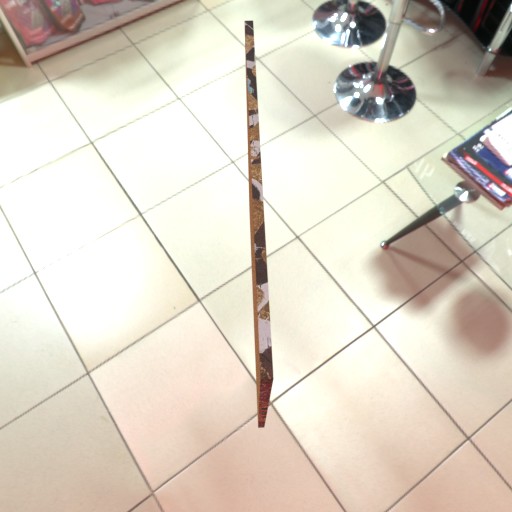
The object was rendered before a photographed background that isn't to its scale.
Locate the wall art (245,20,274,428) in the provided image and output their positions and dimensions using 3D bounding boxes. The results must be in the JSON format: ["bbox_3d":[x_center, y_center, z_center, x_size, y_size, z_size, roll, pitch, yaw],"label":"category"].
[{"bbox_3d":[0.000,0.000,0.603,0.010,0.406,0.404,-2,64,-1],"label":"wall art"}]
